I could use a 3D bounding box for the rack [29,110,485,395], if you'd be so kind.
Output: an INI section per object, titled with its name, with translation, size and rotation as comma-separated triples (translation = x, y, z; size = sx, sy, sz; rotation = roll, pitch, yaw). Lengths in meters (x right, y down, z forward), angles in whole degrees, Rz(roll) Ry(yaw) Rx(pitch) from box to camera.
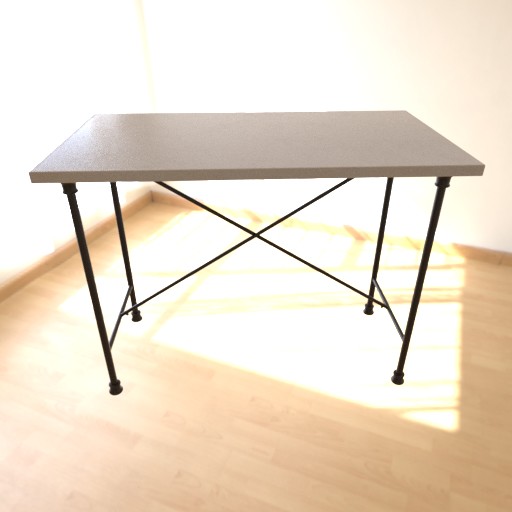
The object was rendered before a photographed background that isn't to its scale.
[rack]
translation = 0.000, 0.000, 1.608
size = 1.159, 0.880, 0.613
rotation = -1, 31, -2
